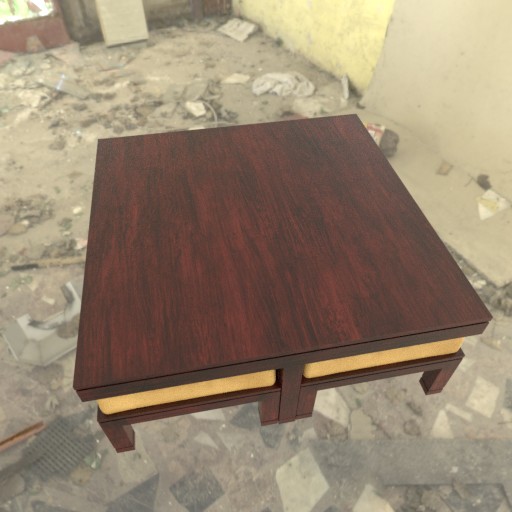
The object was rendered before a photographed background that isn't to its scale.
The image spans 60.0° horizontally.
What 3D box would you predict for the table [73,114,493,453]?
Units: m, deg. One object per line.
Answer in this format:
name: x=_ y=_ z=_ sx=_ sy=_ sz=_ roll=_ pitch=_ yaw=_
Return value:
table: x=0.000 y=0.000 z=1.309 sx=0.865 sy=0.356 sz=0.865 roll=-8 pitch=47 yaw=-7
